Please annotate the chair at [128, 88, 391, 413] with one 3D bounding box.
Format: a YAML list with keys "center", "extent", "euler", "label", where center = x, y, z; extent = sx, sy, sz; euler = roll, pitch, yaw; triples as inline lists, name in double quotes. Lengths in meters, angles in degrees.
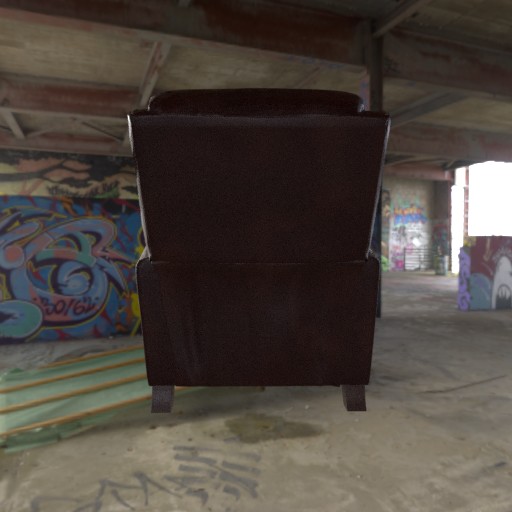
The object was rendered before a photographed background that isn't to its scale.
- center: [0.000, 0.000, 1.767]
  extent: [0.826, 1.022, 1.089]
  euler: [0, 2, -1]
  label: "chair"
